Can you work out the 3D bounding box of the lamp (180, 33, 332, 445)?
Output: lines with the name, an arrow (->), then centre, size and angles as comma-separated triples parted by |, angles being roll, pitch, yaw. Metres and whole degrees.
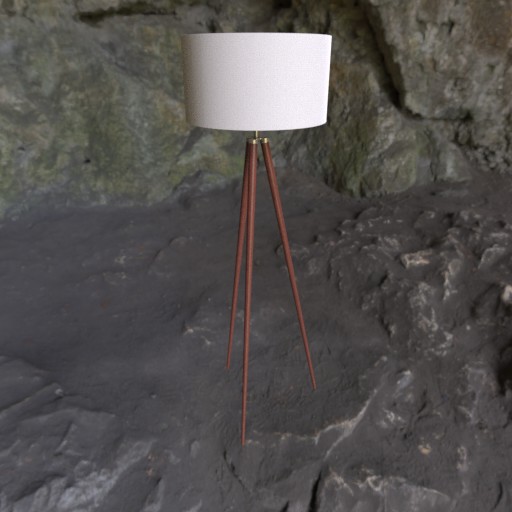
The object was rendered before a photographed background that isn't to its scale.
lamp -> 0.000, 0.000, 1.749 | 0.483, 1.553, 0.483 | 8, 25, 17
